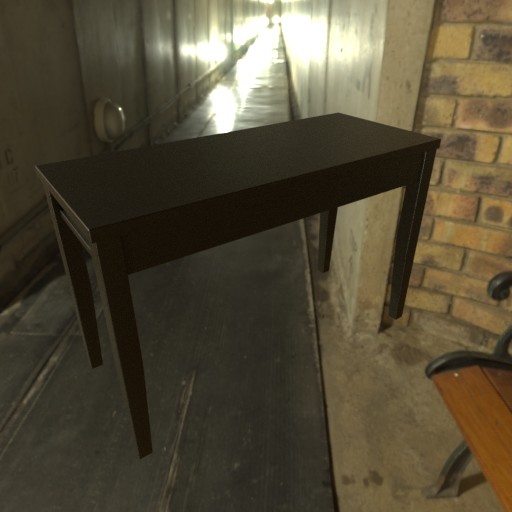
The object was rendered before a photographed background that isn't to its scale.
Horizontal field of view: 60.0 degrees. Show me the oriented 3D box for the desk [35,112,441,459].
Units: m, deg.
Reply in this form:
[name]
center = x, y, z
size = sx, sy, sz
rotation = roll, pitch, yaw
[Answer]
[desk]
center = 0.000, 0.000, 1.609
size = 1.220, 0.775, 0.508
rotation = -19, 35, -30
